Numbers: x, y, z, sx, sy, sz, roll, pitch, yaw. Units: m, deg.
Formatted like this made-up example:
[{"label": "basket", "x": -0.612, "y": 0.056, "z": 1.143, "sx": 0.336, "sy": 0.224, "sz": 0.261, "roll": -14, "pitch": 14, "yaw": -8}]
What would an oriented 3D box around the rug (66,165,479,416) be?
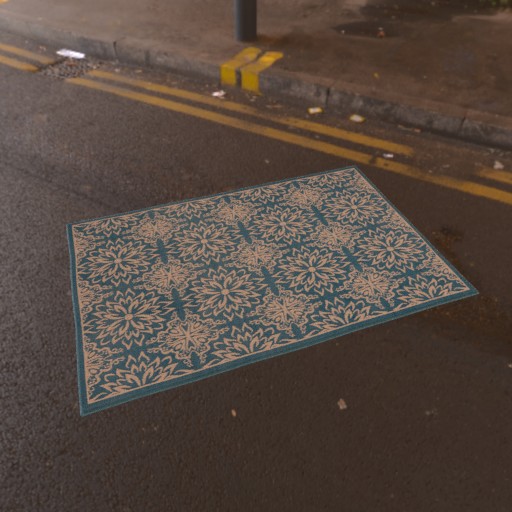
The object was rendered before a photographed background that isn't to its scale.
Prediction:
[{"label": "rug", "x": 0.000, "y": 0.000, "z": 2.303, "sx": 1.833, "sy": 0.012, "sz": 1.211, "roll": -14, "pitch": 45, "yaw": -14}]
